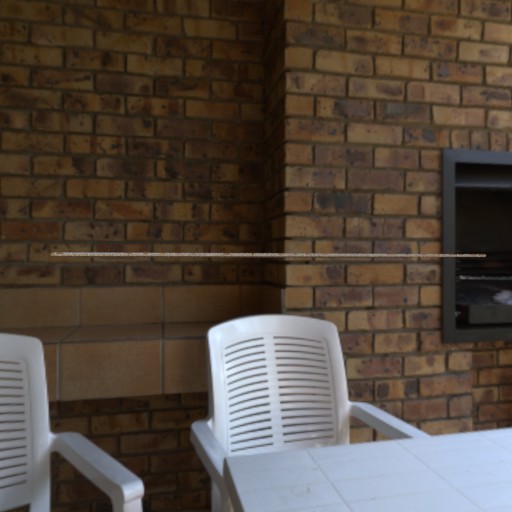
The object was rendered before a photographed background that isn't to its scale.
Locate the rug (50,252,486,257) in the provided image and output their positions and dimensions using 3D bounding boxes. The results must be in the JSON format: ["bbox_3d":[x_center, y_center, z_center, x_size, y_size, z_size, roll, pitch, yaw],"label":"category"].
[{"bbox_3d":[0.000,0.000,2.333,1.829,0.011,1.219,0,0,-18],"label":"rug"}]
